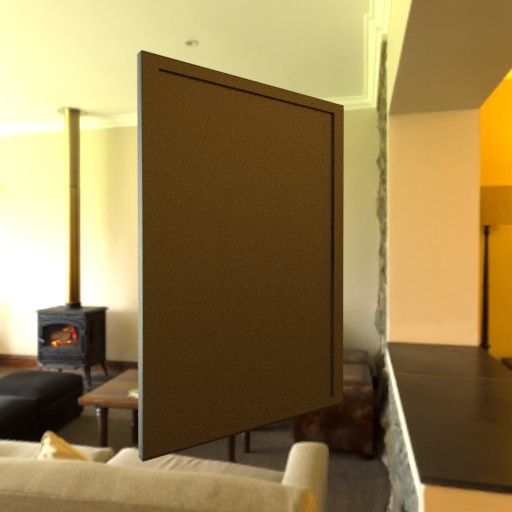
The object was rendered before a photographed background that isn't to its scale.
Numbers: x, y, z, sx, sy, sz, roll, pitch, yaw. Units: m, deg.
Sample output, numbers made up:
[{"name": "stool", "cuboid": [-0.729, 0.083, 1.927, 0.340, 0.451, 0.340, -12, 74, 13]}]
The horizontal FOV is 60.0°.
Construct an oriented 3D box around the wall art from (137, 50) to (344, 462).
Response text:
[{"name": "wall art", "cuboid": [0.000, 0.000, 0.558, 0.303, 0.431, 0.013, -1, 1, -36]}]
